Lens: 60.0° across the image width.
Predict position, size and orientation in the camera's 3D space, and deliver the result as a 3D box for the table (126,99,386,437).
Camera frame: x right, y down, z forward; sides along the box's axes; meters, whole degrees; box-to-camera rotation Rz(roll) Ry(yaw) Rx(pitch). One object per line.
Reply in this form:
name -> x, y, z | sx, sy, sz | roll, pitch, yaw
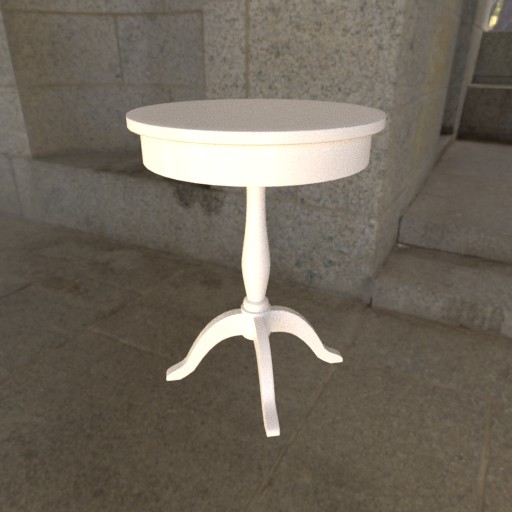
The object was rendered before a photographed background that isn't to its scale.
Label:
table -> 0.000, 0.000, 1.039 | 0.513, 0.653, 0.513 | 0, 25, 0
